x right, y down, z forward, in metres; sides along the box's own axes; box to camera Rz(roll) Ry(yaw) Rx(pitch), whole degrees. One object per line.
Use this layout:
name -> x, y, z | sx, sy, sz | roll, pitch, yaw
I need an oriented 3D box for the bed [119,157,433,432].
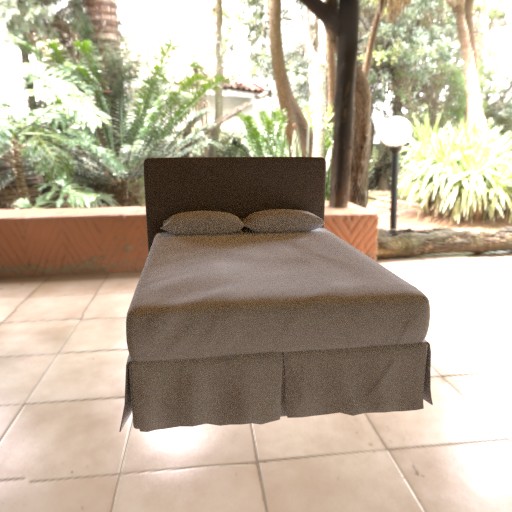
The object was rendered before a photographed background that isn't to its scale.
bed -> 0.000, 0.000, 3.202 | 1.723, 1.330, 2.142 | -2, 15, -8
